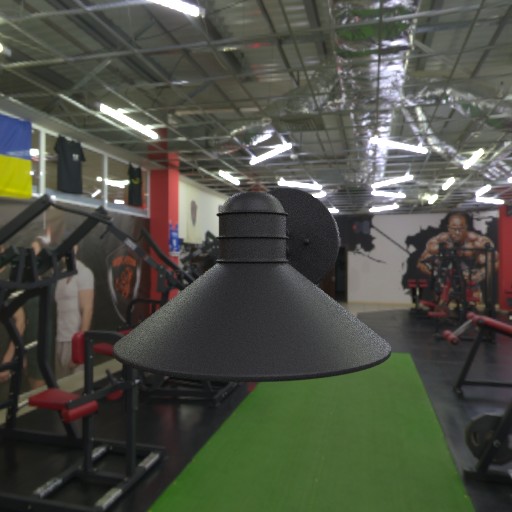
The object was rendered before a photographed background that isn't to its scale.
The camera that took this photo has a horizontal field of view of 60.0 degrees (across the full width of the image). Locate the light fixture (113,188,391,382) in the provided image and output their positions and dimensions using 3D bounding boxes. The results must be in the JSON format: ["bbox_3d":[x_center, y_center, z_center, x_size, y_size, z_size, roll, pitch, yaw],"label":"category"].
[{"bbox_3d":[0.000,0.000,0.679,0.396,0.265,0.434,0,0,17],"label":"light fixture"}]
